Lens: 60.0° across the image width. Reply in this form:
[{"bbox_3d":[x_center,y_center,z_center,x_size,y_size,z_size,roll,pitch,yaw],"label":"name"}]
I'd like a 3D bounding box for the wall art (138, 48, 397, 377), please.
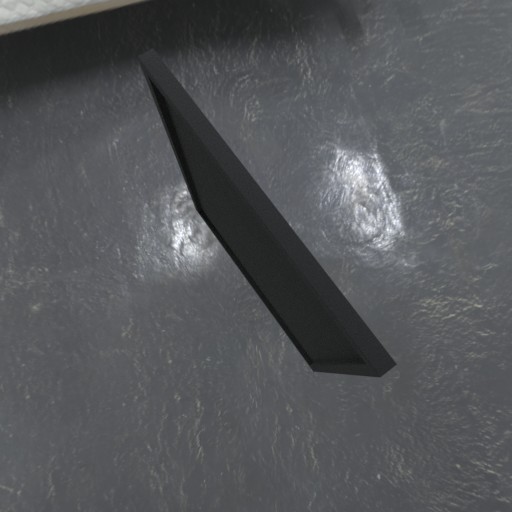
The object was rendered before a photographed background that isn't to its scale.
[{"bbox_3d":[0.000,0.000,0.708,0.021,0.508,0.432,-35,79,-8],"label":"wall art"}]
